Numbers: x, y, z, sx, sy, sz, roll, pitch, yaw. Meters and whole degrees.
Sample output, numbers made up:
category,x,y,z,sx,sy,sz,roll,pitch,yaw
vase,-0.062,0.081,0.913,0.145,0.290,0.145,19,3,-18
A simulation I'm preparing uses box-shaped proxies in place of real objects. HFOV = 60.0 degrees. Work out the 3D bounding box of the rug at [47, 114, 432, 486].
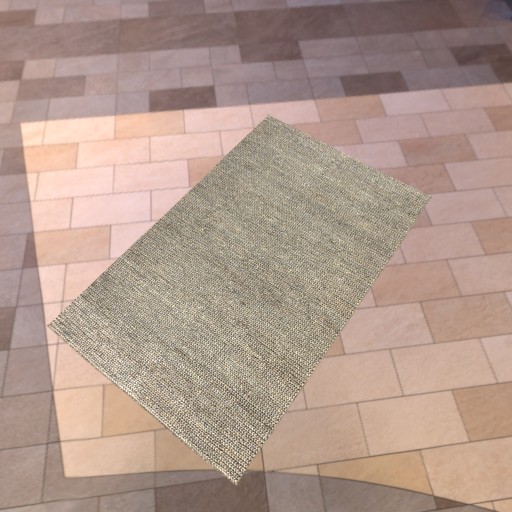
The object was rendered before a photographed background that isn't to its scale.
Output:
category,x,y,z,sx,sy,sz,roll,pitch,yaw
rug,0.000,0.000,3.103,1.538,0.021,2.443,32,64,18
